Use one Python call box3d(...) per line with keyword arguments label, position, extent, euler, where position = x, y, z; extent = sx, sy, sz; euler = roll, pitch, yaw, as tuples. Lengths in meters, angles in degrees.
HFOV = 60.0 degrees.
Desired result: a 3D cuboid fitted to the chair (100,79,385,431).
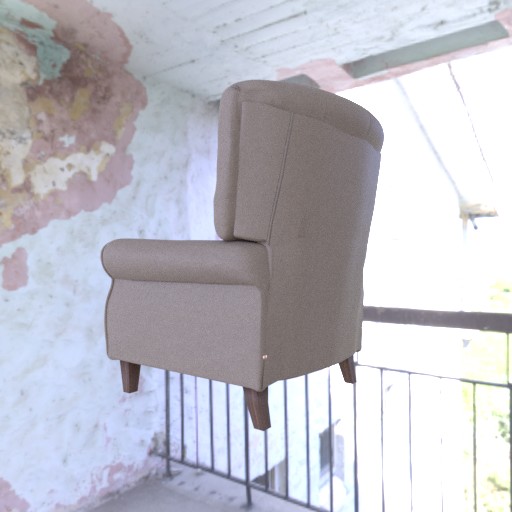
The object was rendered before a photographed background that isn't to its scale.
box3d(label="chair", position=(0.000, 0.000, 1.896), extent=(1.041, 1.138, 0.999), euler=(0, -1, 37))
